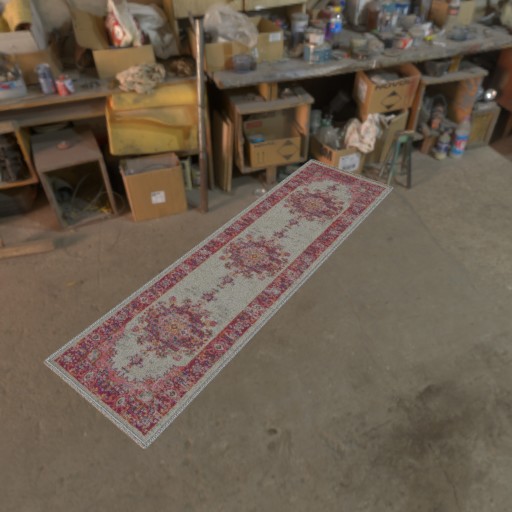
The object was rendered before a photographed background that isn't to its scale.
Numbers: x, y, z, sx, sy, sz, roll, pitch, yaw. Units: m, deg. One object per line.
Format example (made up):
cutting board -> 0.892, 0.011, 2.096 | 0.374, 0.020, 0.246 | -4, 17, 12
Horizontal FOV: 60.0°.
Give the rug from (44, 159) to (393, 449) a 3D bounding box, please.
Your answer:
rug -> 0.000, 0.000, 2.521 | 0.666, 0.011, 2.294 | 26, 47, 27
